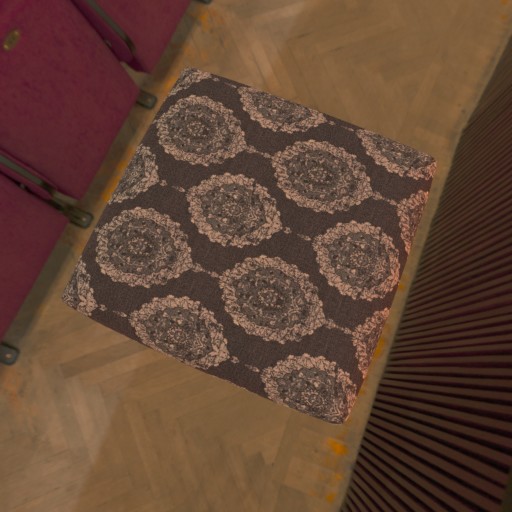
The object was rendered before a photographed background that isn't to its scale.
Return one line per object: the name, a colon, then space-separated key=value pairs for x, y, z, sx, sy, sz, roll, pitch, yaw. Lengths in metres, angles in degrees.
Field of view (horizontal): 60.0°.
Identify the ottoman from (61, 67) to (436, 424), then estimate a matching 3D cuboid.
ottoman: x=0.000 y=0.000 z=0.929 sx=0.507 sy=0.475 sz=0.497 roll=23 pitch=77 yaw=6
